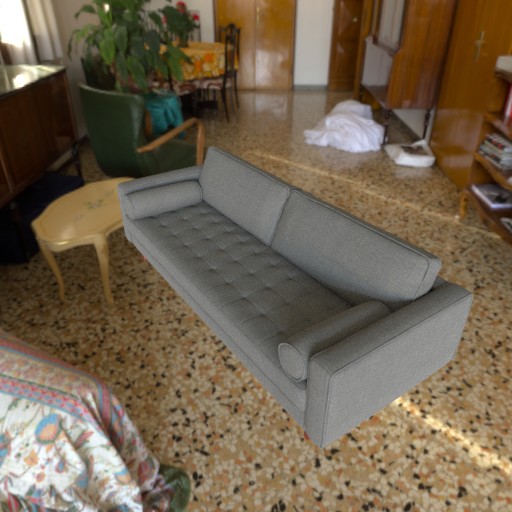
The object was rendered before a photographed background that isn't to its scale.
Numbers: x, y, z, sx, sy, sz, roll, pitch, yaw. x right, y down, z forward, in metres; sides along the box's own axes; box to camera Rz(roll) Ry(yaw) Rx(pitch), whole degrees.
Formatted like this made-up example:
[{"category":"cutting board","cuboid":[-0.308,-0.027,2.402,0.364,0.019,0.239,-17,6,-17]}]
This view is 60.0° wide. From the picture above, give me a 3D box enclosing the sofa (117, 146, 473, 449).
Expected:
[{"category":"sofa","cuboid":[0.000,0.000,2.651,0.914,0.762,2.198,-20,37,-29]}]
